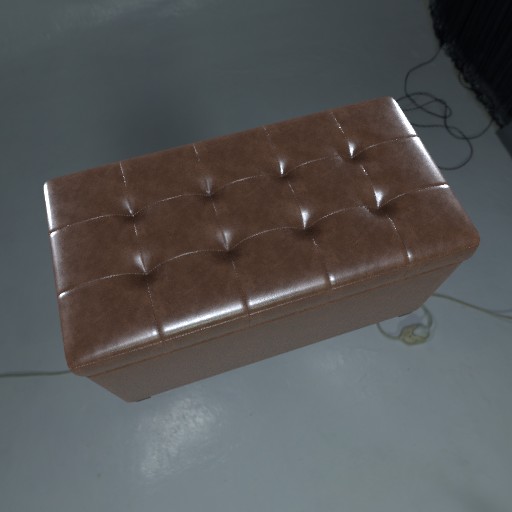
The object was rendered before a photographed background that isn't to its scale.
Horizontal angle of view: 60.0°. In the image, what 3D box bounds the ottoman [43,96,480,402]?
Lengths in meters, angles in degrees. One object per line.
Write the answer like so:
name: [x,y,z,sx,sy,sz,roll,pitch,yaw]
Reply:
ottoman: [0.000,0.000,1.105,0.838,0.470,0.432,-16,64,-8]
